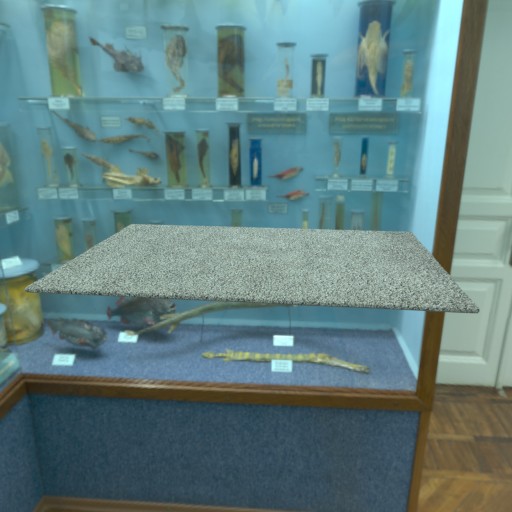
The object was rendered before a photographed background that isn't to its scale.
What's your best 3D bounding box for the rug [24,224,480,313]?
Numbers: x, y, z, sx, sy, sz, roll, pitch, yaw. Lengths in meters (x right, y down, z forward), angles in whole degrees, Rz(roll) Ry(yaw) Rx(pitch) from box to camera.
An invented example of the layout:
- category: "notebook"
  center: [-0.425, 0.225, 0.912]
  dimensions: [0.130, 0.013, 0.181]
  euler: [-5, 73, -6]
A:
- category: "rug"
  center: [0.000, 0.000, 3.473]
  dimensions: [2.743, 0.030, 1.778]
  euler: [2, 18, 6]
